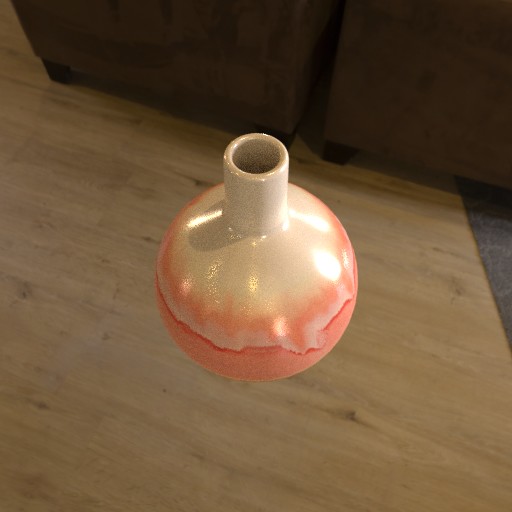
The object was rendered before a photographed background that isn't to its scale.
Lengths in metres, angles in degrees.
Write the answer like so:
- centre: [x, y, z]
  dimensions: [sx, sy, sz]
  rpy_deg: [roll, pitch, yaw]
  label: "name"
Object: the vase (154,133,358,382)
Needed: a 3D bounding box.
- centre: [0.000, 0.000, 0.279]
  dimensions: [0.137, 0.176, 0.137]
  rpy_deg: [0, 58, 0]
  label: "vase"
